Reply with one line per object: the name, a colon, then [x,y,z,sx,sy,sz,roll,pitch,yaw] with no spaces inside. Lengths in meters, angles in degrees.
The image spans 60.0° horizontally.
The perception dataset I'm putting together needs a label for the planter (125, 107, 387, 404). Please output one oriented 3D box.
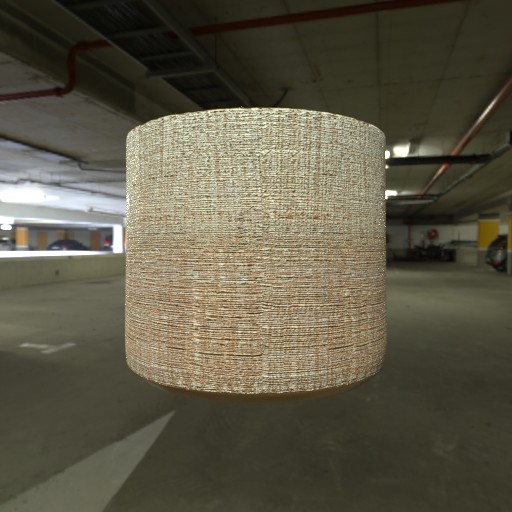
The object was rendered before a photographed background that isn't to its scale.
planter: [0.000,0.000,0.312,0.177,0.157,0.177,0,2,0]
